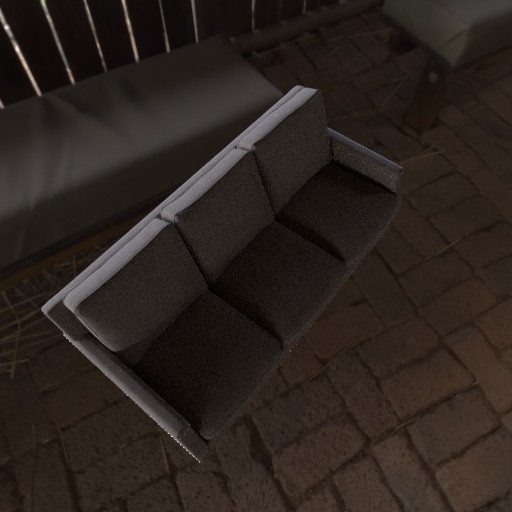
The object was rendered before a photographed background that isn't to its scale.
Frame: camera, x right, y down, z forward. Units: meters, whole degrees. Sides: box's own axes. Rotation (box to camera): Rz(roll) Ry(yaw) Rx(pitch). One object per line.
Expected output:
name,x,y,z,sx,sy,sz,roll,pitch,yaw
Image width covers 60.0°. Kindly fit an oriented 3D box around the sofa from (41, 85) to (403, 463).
sofa,0.000,0.000,2.827,1.034,1.042,2.226,35,65,19
